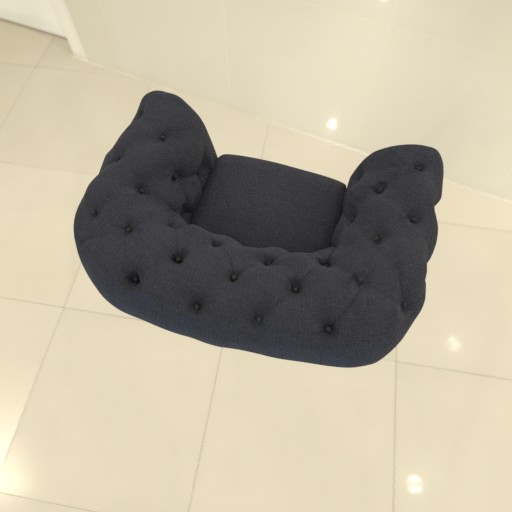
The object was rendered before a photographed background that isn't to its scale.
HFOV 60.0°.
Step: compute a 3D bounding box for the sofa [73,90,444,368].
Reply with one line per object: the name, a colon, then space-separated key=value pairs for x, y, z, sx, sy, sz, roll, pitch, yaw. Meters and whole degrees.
sofa: x=0.000 y=0.000 z=2.042 sx=1.405 sy=0.878 sz=1.032 roll=15 pitch=63 yaw=8
